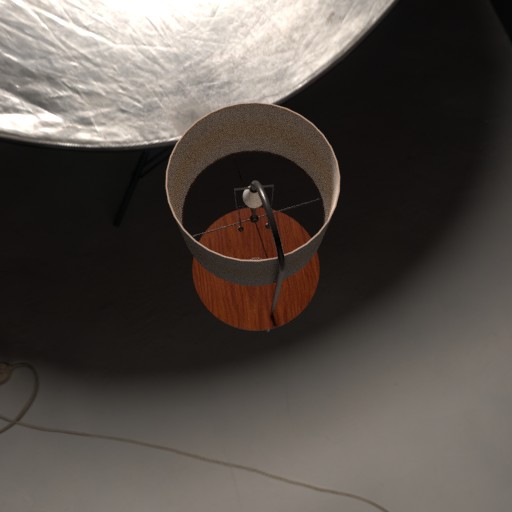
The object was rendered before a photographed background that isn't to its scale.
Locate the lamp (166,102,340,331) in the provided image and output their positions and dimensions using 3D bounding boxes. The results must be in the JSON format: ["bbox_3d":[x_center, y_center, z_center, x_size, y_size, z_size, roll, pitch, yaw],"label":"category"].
[{"bbox_3d":[0.000,0.000,1.834,0.573,1.517,0.573,0,74,0],"label":"lamp"}]
